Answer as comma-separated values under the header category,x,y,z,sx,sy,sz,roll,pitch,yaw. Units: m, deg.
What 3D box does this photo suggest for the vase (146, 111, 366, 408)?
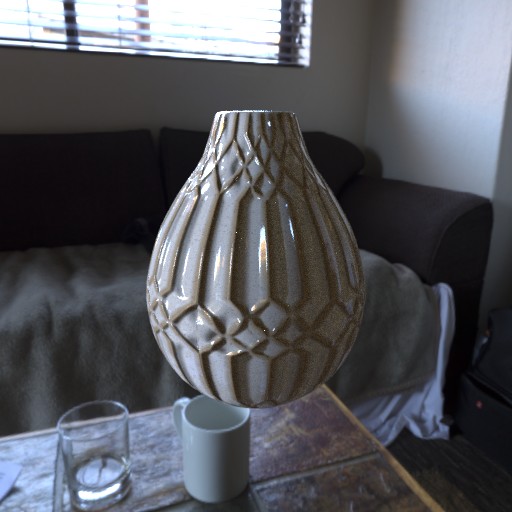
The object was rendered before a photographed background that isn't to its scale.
category,x,y,z,sx,sy,sz,roll,pitch,yaw
vase,0.000,0.000,0.324,0.159,0.200,0.159,0,16,0
